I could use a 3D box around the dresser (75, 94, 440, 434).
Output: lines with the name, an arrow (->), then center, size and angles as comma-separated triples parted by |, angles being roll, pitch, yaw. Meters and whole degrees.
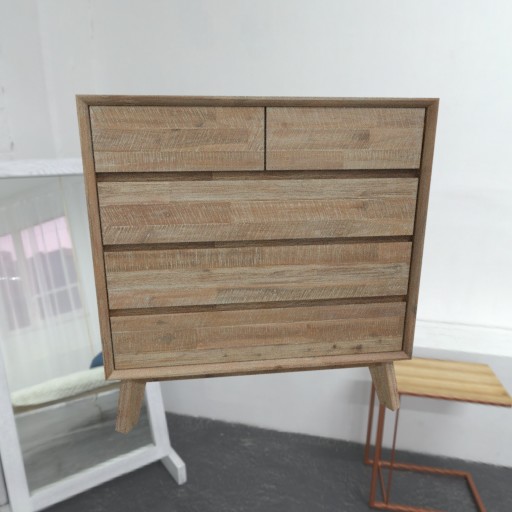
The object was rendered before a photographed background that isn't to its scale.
dresser -> 0.000, 0.000, 1.559 | 0.998, 1.029, 0.455 | -2, 16, -7
